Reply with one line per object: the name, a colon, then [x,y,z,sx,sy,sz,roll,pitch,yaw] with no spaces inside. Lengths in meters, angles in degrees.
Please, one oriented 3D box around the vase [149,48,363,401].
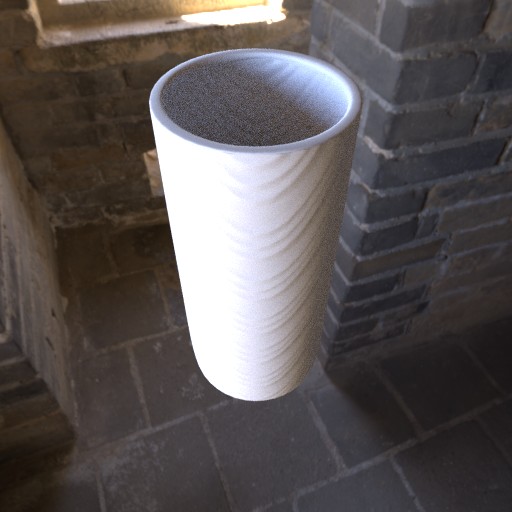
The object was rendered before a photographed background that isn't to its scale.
vase: [0.000,0.000,0.404,0.143,0.316,0.143,0,47,0]
